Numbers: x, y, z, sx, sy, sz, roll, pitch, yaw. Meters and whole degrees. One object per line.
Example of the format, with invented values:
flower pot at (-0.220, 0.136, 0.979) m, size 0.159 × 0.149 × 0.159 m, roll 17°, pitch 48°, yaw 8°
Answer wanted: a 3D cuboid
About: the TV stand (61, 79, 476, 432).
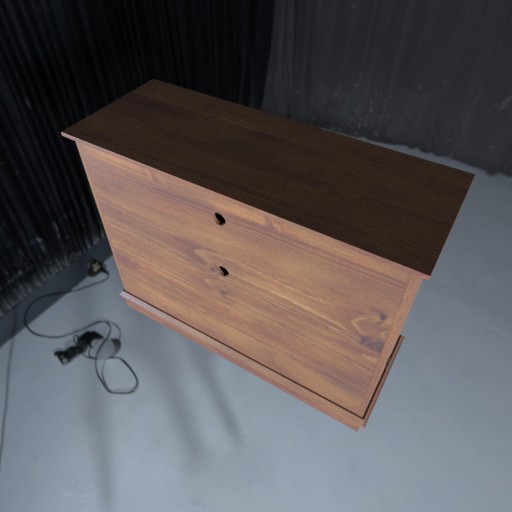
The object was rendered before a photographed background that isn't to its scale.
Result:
TV stand at (0.000, 0.000, 1.496) m, size 1.067 × 0.813 × 0.406 m, roll 24°, pitch 50°, yaw 21°
